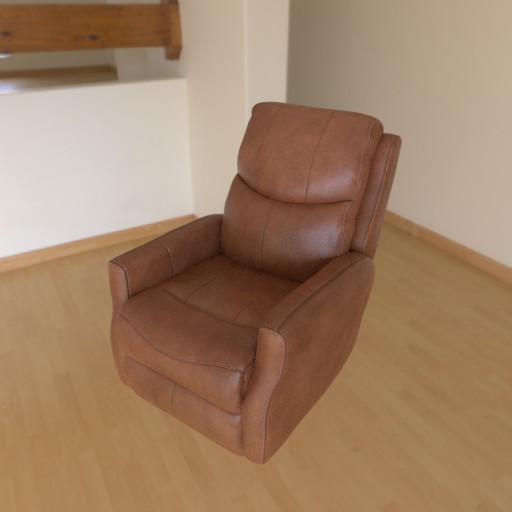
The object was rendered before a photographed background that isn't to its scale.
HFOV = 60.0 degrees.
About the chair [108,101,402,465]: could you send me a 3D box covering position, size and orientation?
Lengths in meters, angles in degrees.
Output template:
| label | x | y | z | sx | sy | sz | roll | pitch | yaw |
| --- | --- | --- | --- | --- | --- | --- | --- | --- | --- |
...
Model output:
| label | x | y | z | sx | sy | sz | roll | pitch | yaw |
| --- | --- | --- | --- | --- | --- | --- | --- | --- | --- |
| chair | 0.000 | 0.000 | 1.749 | 0.821 | 1.016 | 1.072 | 18 | 34 | 29 |
